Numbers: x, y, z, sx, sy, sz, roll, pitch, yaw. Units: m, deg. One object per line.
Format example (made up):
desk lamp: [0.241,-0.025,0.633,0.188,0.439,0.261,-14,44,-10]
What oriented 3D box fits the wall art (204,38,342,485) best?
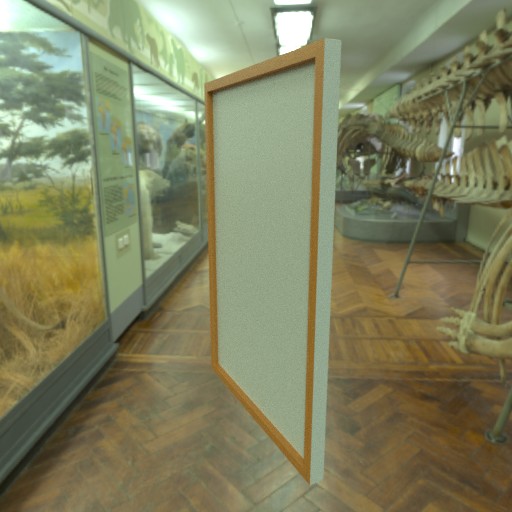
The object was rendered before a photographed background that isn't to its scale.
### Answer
wall art: [0.000,0.000,0.764,0.025,0.608,0.405,-7,15,-26]
